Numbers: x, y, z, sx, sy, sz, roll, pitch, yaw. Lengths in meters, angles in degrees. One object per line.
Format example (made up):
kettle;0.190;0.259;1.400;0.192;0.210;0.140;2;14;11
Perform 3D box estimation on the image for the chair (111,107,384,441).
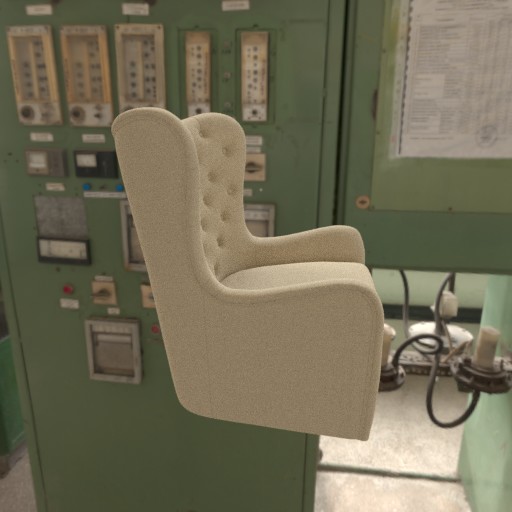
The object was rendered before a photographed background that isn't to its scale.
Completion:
chair;0.000;0.000;1.728;0.929;1.079;0.831;3;17;9
